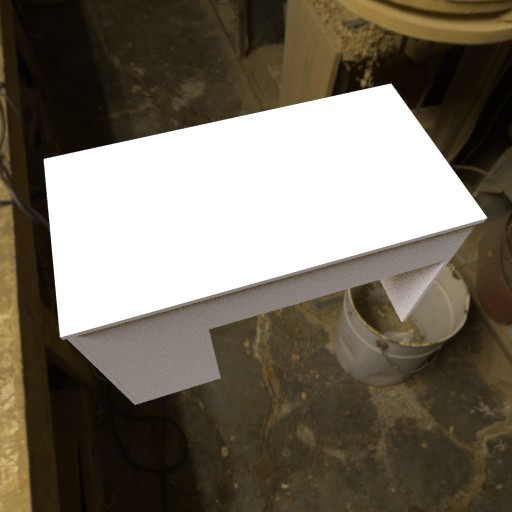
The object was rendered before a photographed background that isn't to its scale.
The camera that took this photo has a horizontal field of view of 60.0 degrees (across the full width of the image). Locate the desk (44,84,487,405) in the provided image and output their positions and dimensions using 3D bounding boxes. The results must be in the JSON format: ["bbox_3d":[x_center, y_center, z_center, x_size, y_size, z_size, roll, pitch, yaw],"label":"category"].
[{"bbox_3d":[0.000,0.000,1.526,1.096,0.730,0.560,-15,60,-9],"label":"desk"}]
